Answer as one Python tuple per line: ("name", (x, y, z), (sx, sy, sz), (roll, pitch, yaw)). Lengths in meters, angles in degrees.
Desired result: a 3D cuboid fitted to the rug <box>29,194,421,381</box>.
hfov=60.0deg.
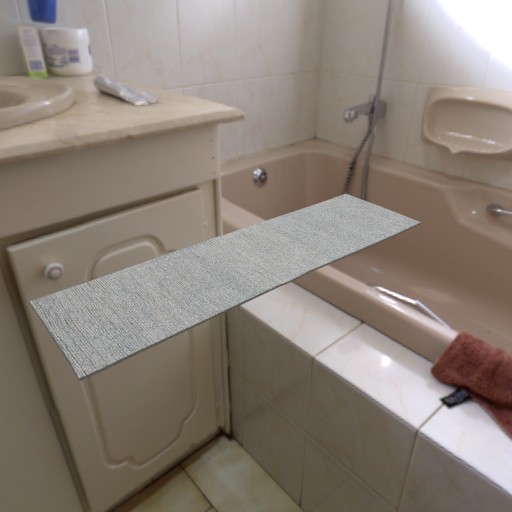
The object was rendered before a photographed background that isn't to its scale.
("rug", (0.000, 0.000, 2.602), (2.341, 0.037, 0.675), (-21, 36, -33))
